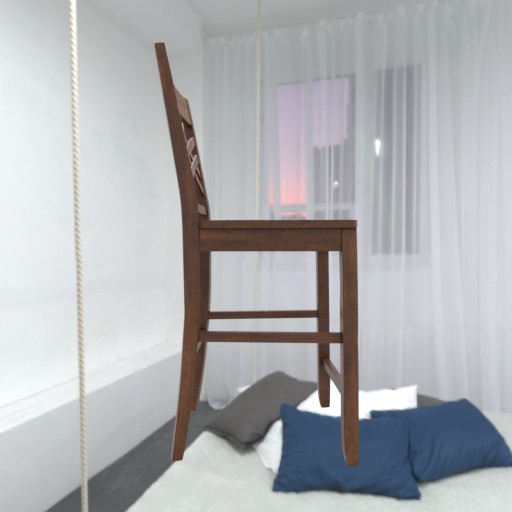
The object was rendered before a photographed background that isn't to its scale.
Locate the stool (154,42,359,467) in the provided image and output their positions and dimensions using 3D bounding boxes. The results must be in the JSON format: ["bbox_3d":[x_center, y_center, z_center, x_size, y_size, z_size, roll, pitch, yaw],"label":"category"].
[{"bbox_3d":[0.000,0.000,1.348,0.539,1.079,0.462,0,2,-1],"label":"stool"}]
